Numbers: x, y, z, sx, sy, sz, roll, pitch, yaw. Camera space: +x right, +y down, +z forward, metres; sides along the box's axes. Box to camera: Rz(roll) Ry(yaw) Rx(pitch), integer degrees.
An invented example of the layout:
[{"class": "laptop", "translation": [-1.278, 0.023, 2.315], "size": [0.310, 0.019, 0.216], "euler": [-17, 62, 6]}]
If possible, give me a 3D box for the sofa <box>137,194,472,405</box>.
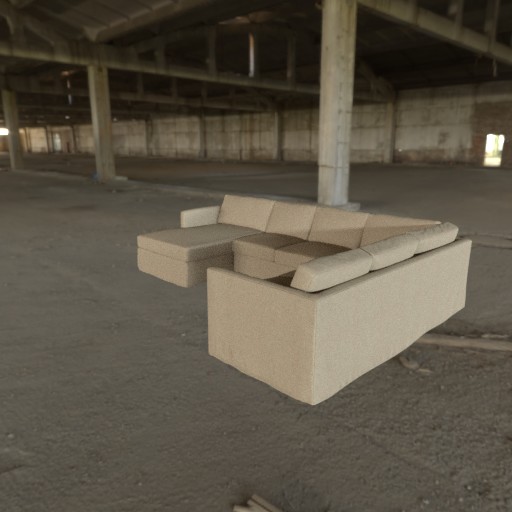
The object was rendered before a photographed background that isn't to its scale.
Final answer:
[{"class": "sofa", "translation": [0.000, 0.000, 4.656], "size": [2.476, 0.878, 3.528], "euler": [-14, 20, -43]}]
